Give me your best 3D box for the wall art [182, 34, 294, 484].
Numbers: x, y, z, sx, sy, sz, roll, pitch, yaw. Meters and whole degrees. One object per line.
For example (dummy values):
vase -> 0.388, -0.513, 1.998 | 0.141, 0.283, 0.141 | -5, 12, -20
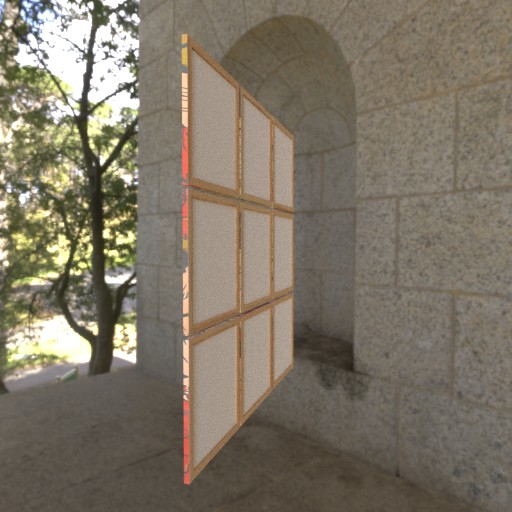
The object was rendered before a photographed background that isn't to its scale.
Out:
wall art -> 0.000, 0.000, 1.328 | 0.013, 0.913, 0.904 | 1, 2, 18
